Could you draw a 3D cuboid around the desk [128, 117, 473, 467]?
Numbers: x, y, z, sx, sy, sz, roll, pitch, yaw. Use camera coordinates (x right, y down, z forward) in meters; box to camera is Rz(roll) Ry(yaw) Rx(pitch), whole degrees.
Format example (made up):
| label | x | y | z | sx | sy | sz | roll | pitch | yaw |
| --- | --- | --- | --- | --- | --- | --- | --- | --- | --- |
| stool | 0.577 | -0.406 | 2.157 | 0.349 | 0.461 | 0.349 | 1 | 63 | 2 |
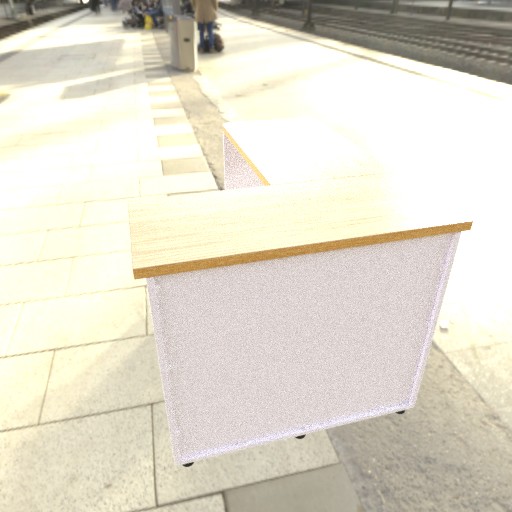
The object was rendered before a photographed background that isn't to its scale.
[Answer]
| label | x | y | z | sx | sy | sz | roll | pitch | yaw |
| --- | --- | --- | --- | --- | --- | --- | --- | --- | --- |
| desk | 0.000 | 0.000 | 1.776 | 0.900 | 0.760 | 1.170 | -8 | 32 | -13 |
